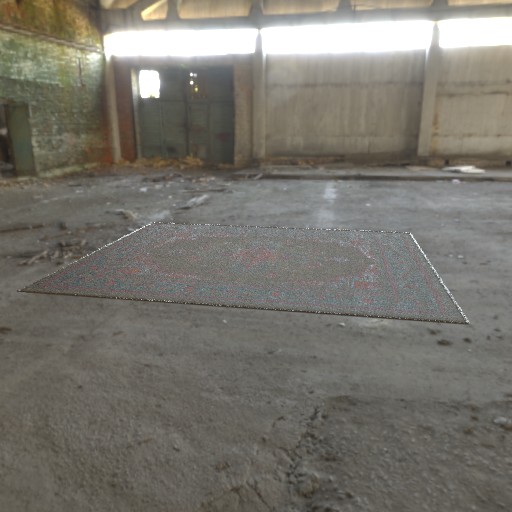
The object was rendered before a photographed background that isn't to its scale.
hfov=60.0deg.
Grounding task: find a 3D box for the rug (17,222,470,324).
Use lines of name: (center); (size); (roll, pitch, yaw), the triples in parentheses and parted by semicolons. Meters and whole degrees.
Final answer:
rug: (0.000, 0.000, 4.061); (3.057, 0.013, 2.434); (3, 16, 10)
